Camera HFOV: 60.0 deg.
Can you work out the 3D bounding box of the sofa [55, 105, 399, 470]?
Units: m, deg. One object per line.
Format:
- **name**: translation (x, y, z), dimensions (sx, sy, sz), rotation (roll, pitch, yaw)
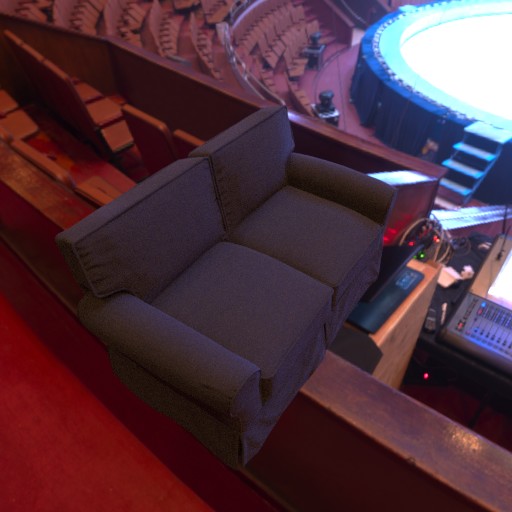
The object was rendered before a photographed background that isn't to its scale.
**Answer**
- **sofa**: translation (0.000, 0.000, 2.445), dimensions (0.997, 1.059, 1.801), rotation (24, 47, 25)
